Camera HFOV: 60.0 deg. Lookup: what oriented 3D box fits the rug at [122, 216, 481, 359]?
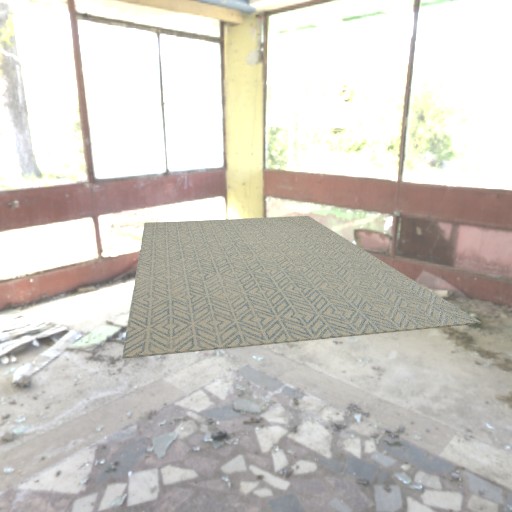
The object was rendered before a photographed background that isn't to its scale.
[{"bbox_3d":[0.000,0.000,2.951,1.526,0.008,2.441,-3,17,-11],"label":"rug"}]
